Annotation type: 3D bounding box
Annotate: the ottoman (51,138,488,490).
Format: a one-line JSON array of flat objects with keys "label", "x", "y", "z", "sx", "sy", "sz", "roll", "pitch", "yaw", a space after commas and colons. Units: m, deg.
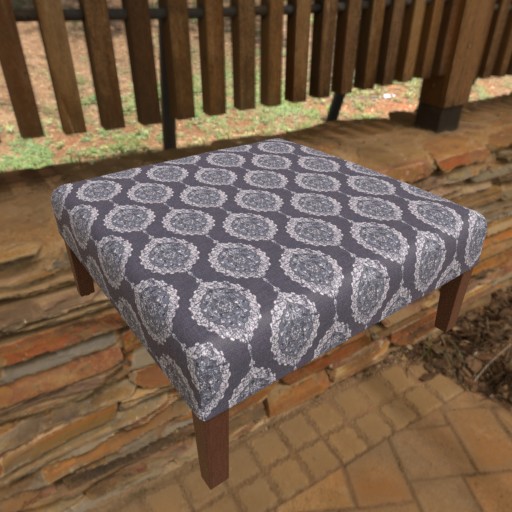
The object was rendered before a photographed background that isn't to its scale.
[{"label": "ottoman", "x": 0.000, "y": 0.000, "z": 1.323, "sx": 0.889, "sy": 0.409, "sz": 0.890, "roll": -21, "pitch": 37, "yaw": -30}]
